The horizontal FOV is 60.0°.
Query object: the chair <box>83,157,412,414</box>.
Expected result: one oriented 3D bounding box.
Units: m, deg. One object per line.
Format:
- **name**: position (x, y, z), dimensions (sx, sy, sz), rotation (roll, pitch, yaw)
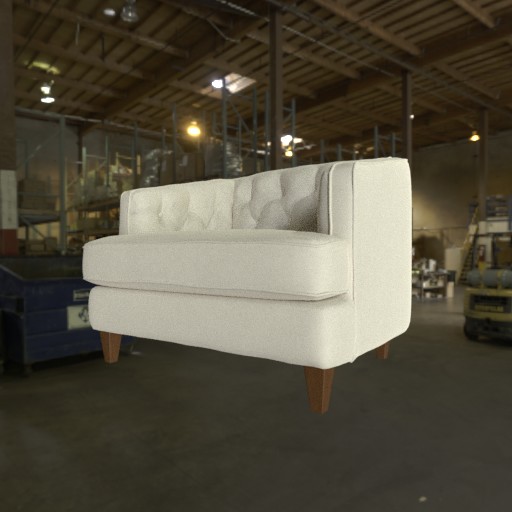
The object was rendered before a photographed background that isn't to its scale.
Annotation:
- **chair**: position (0.000, 0.000, 1.796), dimensions (1.104, 0.852, 0.941), rotation (0, 1, 36)
